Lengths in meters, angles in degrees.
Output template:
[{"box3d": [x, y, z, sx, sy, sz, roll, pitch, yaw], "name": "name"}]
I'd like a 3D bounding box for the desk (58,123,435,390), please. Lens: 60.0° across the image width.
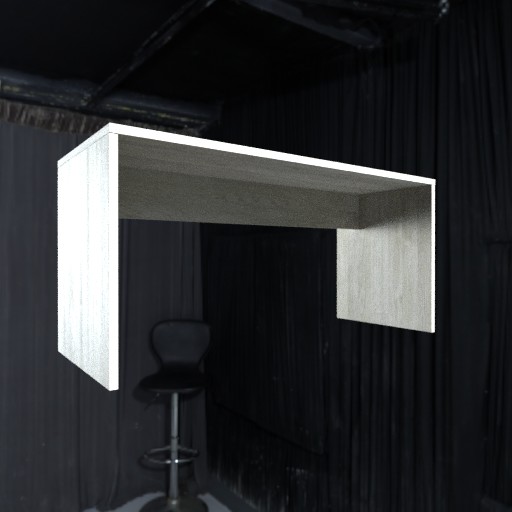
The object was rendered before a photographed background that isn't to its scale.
[{"box3d": [0.000, 0.000, 2.037, 1.600, 0.752, 0.802, 0, 0, -36], "name": "desk"}]
